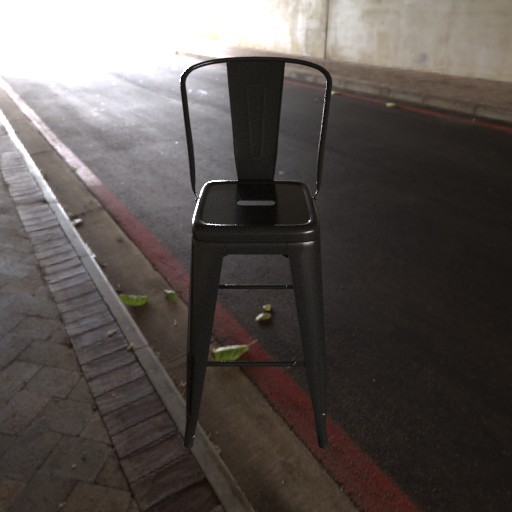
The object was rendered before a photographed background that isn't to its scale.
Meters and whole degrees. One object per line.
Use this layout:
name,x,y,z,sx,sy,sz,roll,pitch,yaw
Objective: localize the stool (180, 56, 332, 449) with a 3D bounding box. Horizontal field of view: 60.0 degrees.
stool,0.000,0.000,1.293,0.432,1.022,0.528,0,29,0
